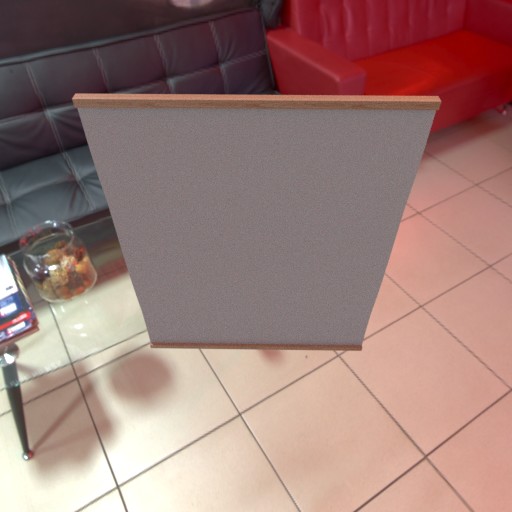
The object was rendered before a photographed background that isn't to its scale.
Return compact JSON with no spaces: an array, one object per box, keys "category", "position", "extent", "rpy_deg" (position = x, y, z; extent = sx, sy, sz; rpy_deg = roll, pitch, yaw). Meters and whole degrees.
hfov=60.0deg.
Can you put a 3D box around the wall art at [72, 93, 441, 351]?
[{"category":"wall art","position":[0.000,0.000,0.675],"extent":[0.406,0.508,0.013],"rpy_deg":[1,46,1]}]
